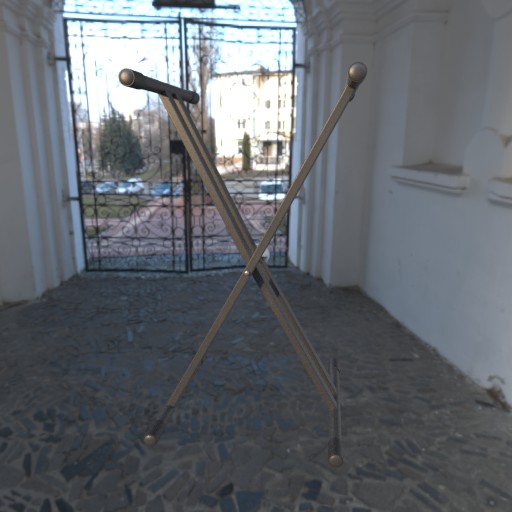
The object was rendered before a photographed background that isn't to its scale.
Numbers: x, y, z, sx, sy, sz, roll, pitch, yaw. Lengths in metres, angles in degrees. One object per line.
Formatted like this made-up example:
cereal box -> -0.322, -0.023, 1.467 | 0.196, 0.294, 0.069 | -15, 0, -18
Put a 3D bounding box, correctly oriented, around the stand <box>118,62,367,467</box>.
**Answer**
stand -> 0.000, 0.000, 1.214 | 0.503, 0.900, 0.495 | 2, 15, 9
